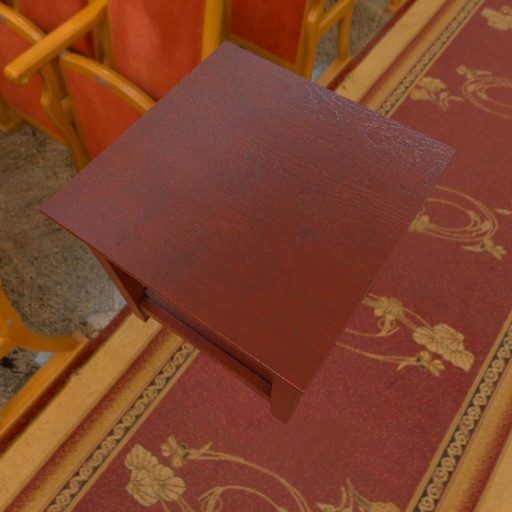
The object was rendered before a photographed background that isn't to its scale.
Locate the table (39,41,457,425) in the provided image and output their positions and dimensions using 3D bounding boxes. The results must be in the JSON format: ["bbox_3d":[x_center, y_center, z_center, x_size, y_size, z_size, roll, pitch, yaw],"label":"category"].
[{"bbox_3d":[0.000,0.000,0.985,0.523,0.558,0.522,34,67,16],"label":"table"}]
